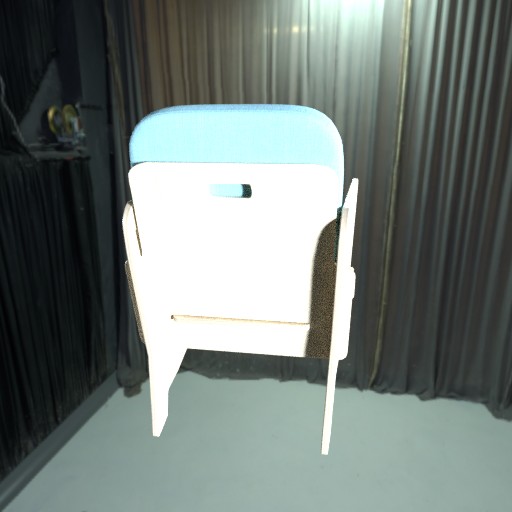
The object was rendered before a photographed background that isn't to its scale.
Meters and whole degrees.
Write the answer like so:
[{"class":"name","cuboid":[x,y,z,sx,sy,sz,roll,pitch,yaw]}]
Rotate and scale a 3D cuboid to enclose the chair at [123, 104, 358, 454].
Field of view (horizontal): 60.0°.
[{"class":"chair","cuboid":[0.000,0.000,1.271,0.590,0.800,0.710,3,17,8]}]
